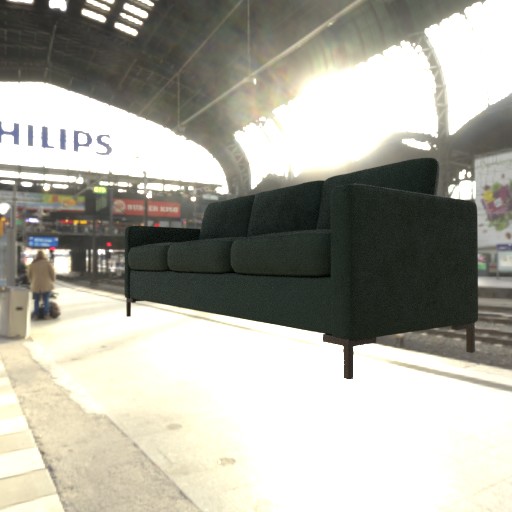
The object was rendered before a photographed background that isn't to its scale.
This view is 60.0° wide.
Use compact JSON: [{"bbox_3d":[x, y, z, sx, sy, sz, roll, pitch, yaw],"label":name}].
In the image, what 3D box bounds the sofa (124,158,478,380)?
[{"bbox_3d":[0.000,0.000,2.613,0.859,0.870,2.218,1,-1,-36],"label":"sofa"}]
